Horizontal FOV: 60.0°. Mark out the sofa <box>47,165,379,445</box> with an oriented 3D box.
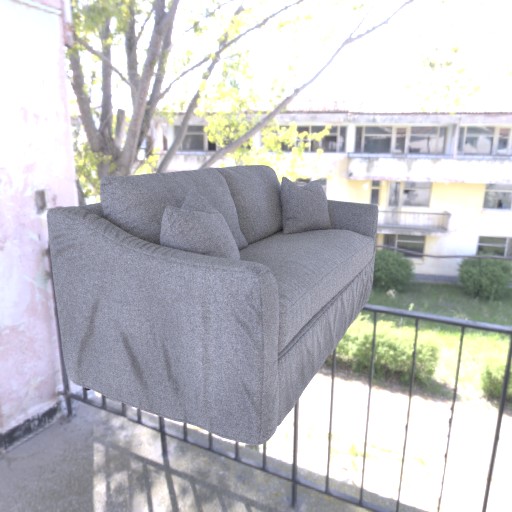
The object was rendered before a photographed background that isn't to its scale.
[{"bbox_3d":[0.000,0.000,2.622,1.072,1.018,2.010,7,16,25],"label":"sofa"}]
